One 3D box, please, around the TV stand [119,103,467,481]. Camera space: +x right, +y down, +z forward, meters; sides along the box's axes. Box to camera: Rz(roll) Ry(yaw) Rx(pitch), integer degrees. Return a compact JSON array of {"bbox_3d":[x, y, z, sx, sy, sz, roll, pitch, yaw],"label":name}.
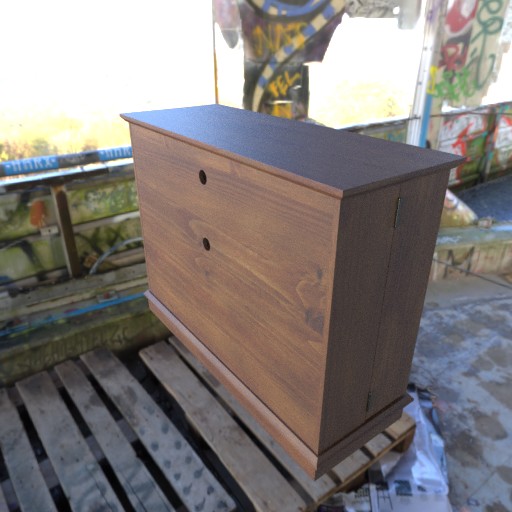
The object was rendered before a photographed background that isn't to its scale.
[{"bbox_3d":[0.000,0.000,1.465,0.406,0.813,1.067,-18,32,-32],"label":"TV stand"}]
